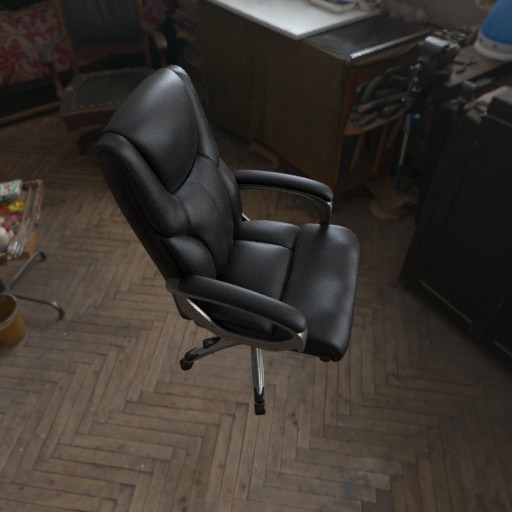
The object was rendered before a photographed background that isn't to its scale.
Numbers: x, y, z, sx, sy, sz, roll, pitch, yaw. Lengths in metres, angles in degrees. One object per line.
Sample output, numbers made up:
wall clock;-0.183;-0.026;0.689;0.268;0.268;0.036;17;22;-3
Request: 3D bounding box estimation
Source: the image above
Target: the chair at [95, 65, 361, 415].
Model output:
chair;0.000;0.000;1.574;0.739;1.155;0.663;10;48;10
